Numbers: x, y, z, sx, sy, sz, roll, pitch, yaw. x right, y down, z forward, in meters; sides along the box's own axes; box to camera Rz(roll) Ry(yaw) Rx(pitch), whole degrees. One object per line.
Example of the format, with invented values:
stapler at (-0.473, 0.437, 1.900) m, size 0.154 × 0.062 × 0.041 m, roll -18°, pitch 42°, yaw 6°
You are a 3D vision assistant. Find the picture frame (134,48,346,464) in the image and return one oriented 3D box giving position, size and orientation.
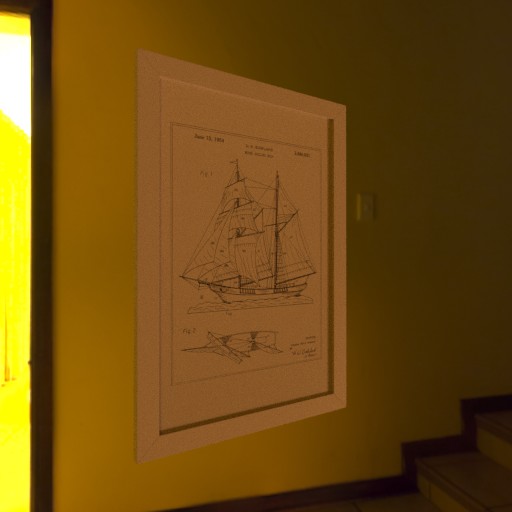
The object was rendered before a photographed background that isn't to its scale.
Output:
picture frame at (0.000, 0.000, 0.586) m, size 0.326 × 0.459 × 0.011 m, roll 0°, pitch 0°, yaw -35°
